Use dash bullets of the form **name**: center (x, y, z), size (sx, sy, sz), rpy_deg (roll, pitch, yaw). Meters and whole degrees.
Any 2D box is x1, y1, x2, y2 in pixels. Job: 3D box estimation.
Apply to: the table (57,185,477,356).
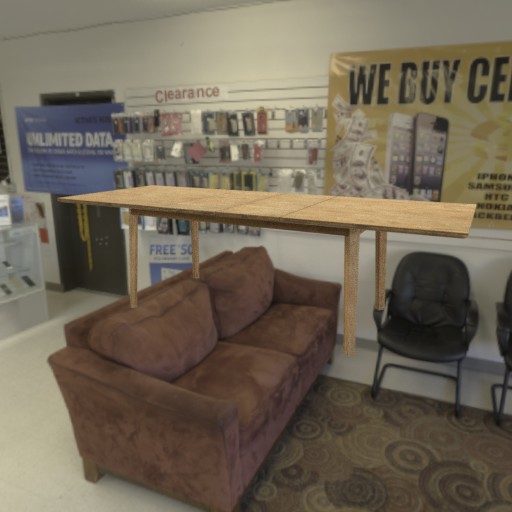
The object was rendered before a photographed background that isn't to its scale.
- **table**: center (0.000, 0.000, 3.032), size (2.603, 0.752, 1.000), rpy_deg (8, 17, 27)
